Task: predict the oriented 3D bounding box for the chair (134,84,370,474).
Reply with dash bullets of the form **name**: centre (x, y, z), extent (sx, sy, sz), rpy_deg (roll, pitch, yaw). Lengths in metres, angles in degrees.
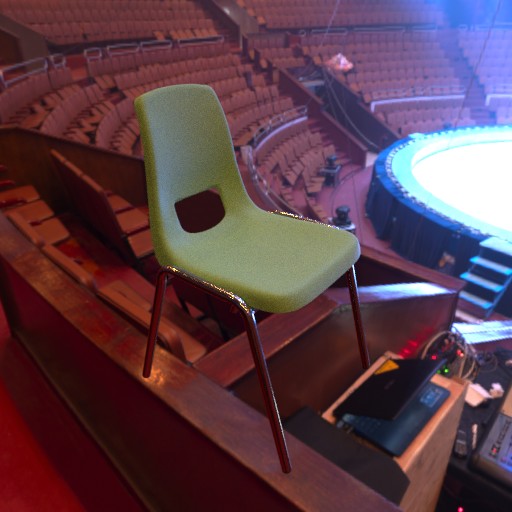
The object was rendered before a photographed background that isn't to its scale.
- **chair**: centre (0.000, 0.000, 0.941), extent (0.436, 0.653, 0.381), rpy_deg (19, 33, 32)
